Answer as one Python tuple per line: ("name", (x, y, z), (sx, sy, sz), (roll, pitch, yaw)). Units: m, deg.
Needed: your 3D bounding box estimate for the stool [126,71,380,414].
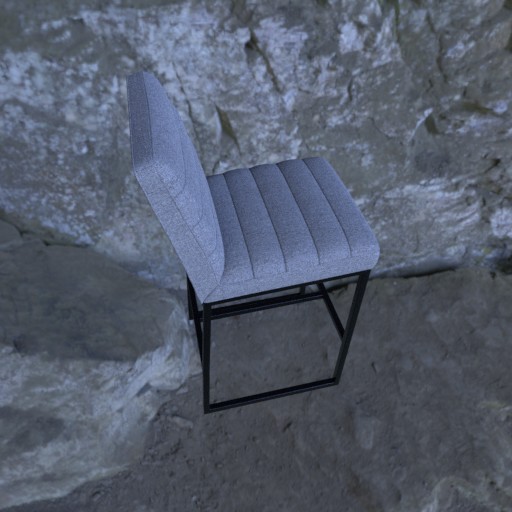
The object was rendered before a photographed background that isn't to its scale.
("stool", (0.000, 0.000, 1.369), (0.571, 1.034, 0.459), (-9, 46, -9))
